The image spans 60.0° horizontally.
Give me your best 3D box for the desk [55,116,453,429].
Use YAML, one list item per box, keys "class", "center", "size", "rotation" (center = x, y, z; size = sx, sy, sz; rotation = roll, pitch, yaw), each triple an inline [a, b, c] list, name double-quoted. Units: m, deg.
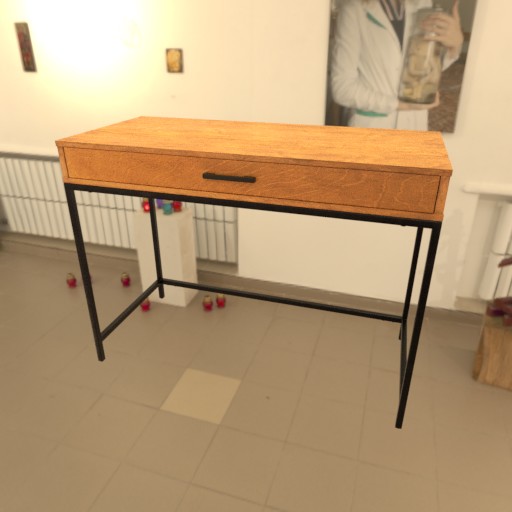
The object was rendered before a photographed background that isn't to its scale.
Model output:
- class: "desk"
  center: [0.000, 0.000, 1.436]
  size: [1.016, 0.762, 0.470]
  rotation: [8, 27, 16]
